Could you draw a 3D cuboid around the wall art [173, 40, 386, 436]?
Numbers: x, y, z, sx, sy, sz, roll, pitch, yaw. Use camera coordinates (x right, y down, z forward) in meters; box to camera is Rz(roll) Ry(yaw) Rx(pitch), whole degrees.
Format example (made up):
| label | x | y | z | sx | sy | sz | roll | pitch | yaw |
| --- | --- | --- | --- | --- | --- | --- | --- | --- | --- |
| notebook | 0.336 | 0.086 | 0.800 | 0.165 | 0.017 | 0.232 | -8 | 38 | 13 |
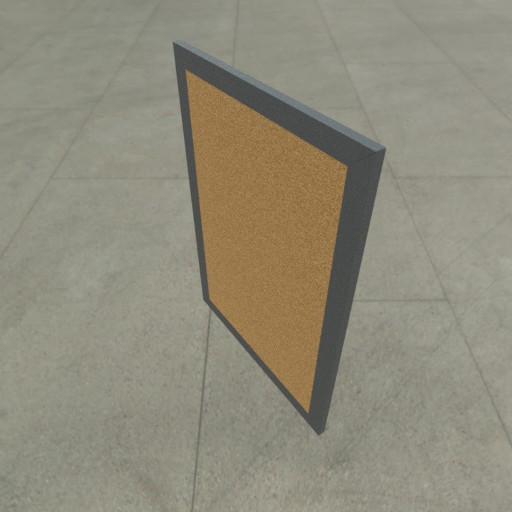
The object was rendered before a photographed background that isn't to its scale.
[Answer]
| label | x | y | z | sx | sy | sz | roll | pitch | yaw |
| --- | --- | --- | --- | --- | --- | --- | --- | --- | --- |
| wall art | 0.000 | 0.000 | 0.685 | 0.013 | 0.534 | 0.380 | -26 | 48 | -26 |
